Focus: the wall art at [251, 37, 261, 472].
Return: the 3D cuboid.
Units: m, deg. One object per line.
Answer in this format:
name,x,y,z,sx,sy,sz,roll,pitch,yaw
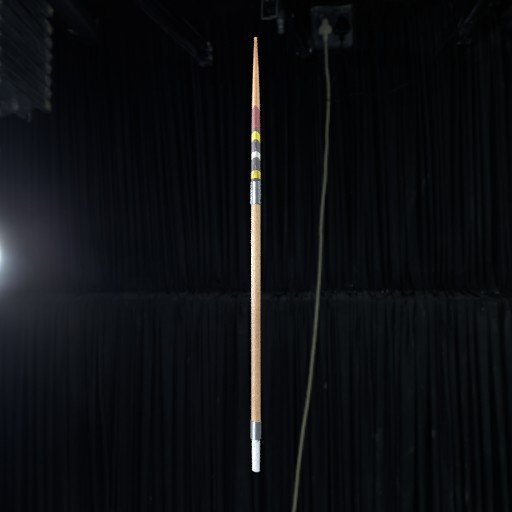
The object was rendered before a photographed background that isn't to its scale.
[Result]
wall art,0.000,0.000,1.621,0.038,1.556,0.146,0,-2,1
